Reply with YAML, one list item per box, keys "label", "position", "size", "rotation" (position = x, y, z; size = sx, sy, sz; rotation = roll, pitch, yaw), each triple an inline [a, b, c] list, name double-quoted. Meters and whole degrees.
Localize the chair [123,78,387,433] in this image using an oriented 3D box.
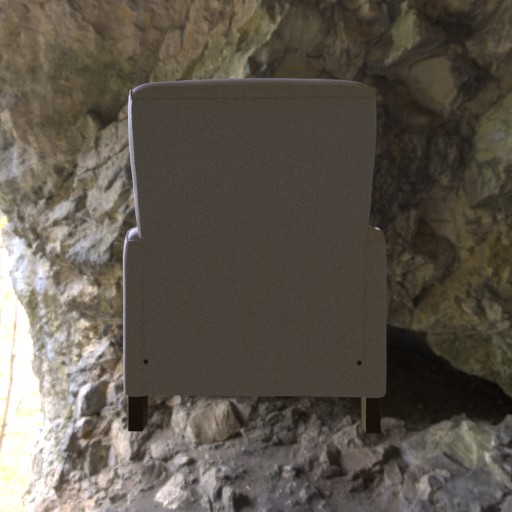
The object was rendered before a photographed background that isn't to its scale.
- label: "chair"
  position: [0.000, 0.000, 1.634]
  size: [0.841, 1.028, 0.858]
  rotation: [0, 2, 1]
